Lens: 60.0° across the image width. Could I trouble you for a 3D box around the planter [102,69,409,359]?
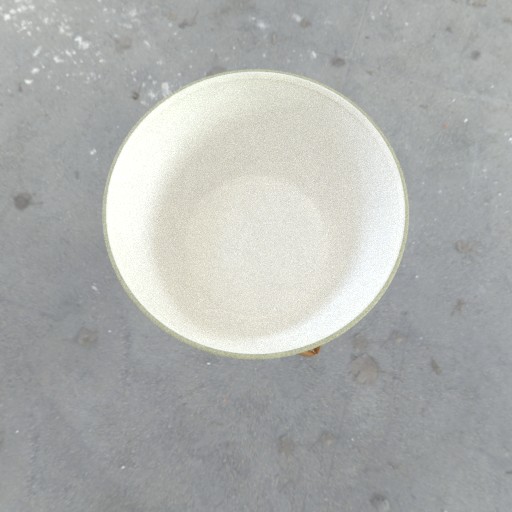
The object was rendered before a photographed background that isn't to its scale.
[{"bbox_3d":[0.000,0.000,0.748,0.350,0.504,0.350,17,76,4],"label":"planter"}]
